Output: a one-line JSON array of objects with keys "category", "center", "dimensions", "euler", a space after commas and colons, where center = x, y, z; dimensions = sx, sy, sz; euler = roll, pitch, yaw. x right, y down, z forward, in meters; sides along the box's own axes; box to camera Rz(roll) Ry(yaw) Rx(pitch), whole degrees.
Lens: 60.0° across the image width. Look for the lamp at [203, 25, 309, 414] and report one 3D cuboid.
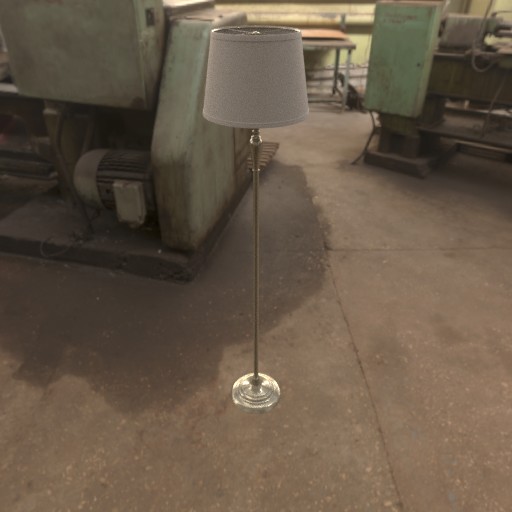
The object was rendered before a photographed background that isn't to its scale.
[{"category": "lamp", "center": [0.000, 0.000, 1.650], "dimensions": [0.327, 1.506, 0.327], "euler": [0, 33, 0]}]
